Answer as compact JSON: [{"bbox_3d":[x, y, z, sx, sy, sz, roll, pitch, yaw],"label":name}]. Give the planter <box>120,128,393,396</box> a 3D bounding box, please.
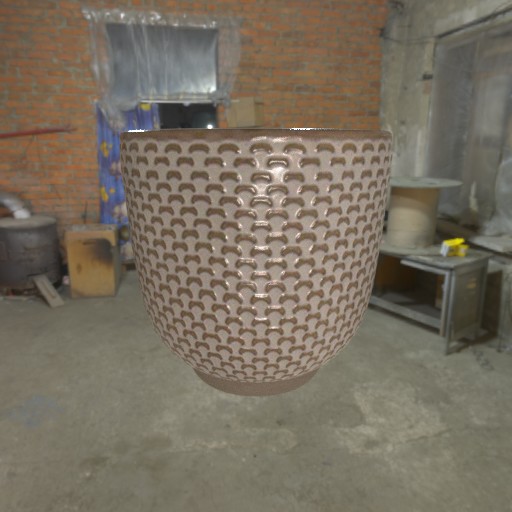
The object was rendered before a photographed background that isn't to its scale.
[{"bbox_3d":[0.000,0.000,0.353,0.197,0.191,0.197,0,14,0],"label":"planter"}]
